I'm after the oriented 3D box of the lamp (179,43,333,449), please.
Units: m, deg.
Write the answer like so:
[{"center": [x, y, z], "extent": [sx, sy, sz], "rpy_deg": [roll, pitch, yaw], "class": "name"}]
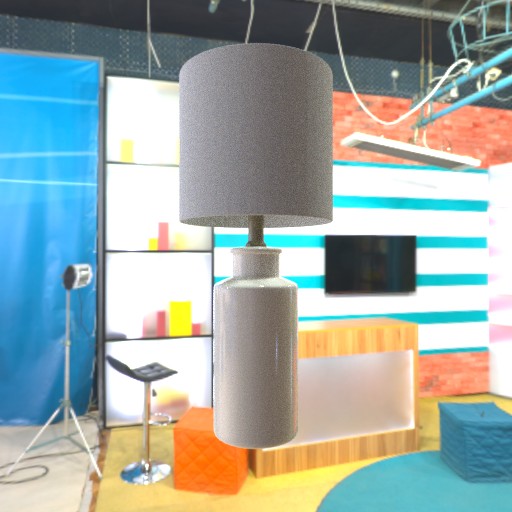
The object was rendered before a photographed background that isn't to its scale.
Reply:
[{"center": [0.000, 0.000, 0.618], "extent": [0.212, 0.493, 0.212], "rpy_deg": [0, -1, 36], "class": "lamp"}]
